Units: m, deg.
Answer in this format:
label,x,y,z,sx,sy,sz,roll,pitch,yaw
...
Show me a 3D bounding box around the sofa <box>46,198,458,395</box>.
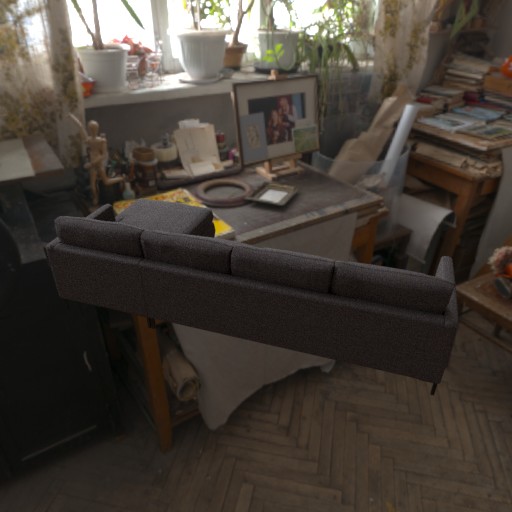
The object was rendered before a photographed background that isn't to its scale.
label,x,y,z,sx,sy,sz,roll,pitch,yaw
sofa,0.000,0.000,3.899,3.221,0.892,1.483,10,33,16
